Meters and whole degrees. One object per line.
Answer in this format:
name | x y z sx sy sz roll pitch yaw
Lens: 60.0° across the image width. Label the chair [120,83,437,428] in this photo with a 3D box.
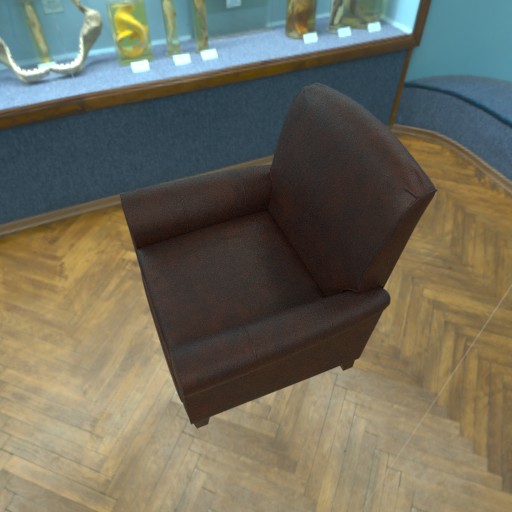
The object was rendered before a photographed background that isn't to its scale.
chair | 0.000 0.000 1.775 0.902 1.061 0.978 -17 49 -15
